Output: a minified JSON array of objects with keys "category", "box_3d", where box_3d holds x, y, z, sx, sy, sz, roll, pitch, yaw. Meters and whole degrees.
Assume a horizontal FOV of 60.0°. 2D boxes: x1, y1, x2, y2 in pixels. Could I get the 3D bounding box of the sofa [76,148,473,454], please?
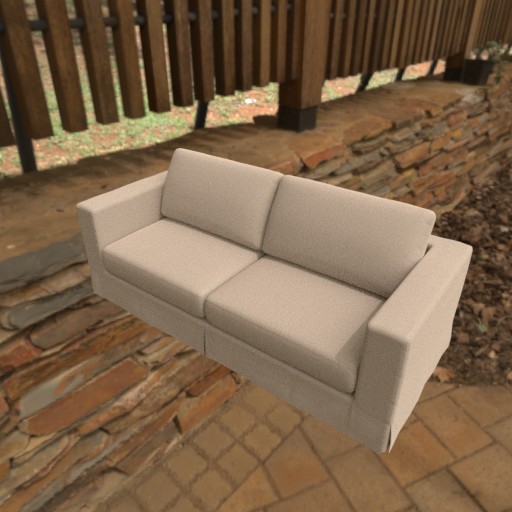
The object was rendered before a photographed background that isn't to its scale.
[{"category":"sofa","box_3d":[0.000,0.000,2.637,2.163,0.881,0.954,21,36,31]}]
